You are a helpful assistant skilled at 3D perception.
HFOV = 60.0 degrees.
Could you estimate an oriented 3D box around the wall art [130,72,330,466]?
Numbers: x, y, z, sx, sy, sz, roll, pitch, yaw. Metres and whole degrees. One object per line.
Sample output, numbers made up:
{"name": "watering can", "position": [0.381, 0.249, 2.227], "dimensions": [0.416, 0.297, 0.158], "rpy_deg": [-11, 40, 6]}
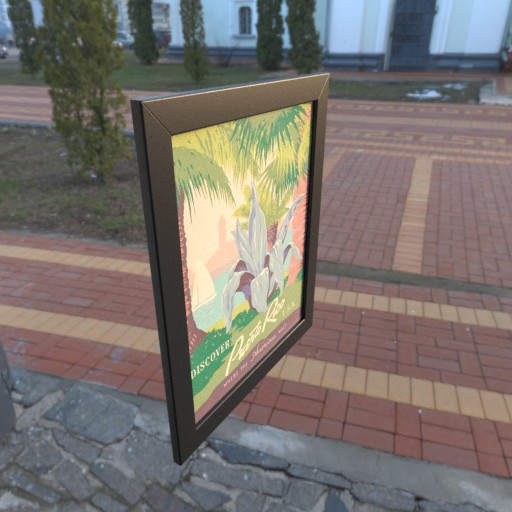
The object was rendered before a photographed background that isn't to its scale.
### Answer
{"name": "wall art", "position": [0.000, 0.000, 0.794], "dimensions": [0.018, 0.582, 0.481], "rpy_deg": [16, 31, 30]}
